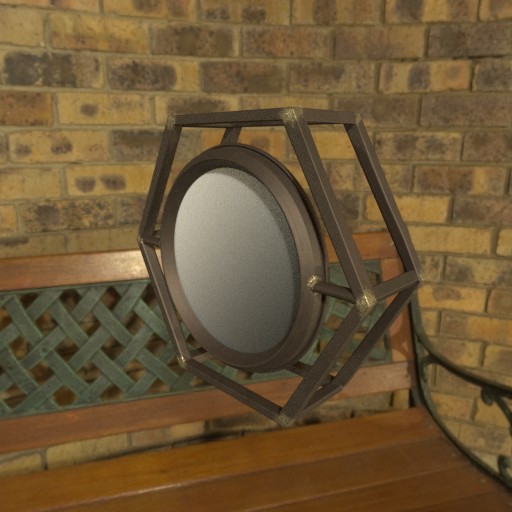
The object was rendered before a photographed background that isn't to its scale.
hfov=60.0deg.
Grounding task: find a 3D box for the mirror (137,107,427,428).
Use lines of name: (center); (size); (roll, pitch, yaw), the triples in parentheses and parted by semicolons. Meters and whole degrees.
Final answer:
mirror: (0.000, 0.000, 0.547); (0.380, 0.334, 0.119); (14, 20, 43)
